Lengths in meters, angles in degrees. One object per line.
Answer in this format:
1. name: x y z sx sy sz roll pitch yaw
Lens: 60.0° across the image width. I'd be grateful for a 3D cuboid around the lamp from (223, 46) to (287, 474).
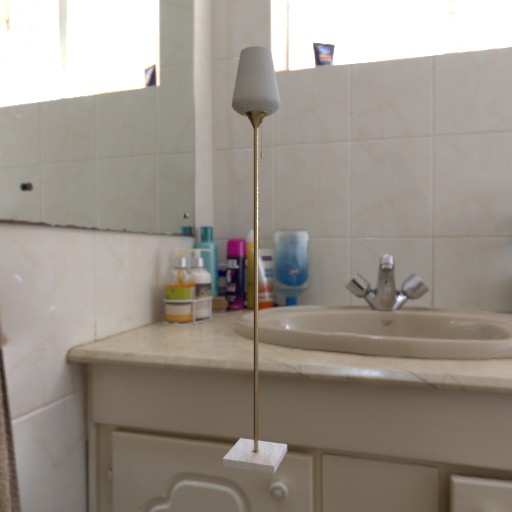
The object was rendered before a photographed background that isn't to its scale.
1. lamp: 0.000 0.000 1.985 0.232 1.813 0.229 0 0 18
